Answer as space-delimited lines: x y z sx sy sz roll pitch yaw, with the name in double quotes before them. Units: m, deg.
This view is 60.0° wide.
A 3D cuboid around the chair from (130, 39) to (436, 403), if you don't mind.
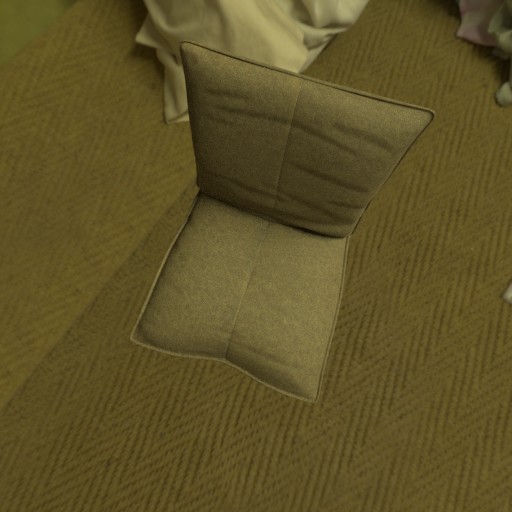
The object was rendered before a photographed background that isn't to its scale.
"chair" 0.000 0.000 1.289 0.597 0.811 0.696 19 77 5
